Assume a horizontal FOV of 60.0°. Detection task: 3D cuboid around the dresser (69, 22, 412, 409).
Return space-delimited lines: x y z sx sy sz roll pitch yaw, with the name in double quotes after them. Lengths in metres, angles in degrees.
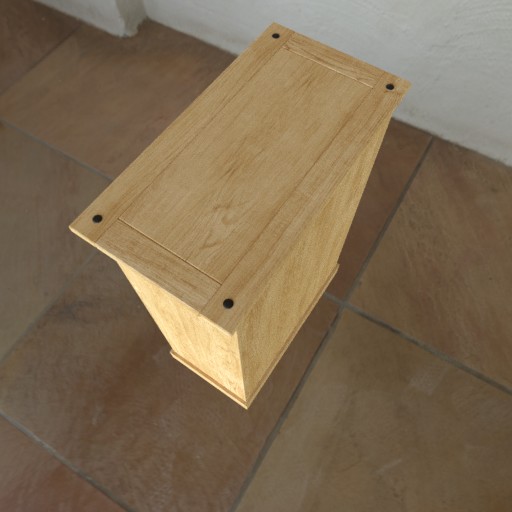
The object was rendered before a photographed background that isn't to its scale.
0.000 0.000 1.763 0.485 1.300 0.915 31 67 15 "dresser"
